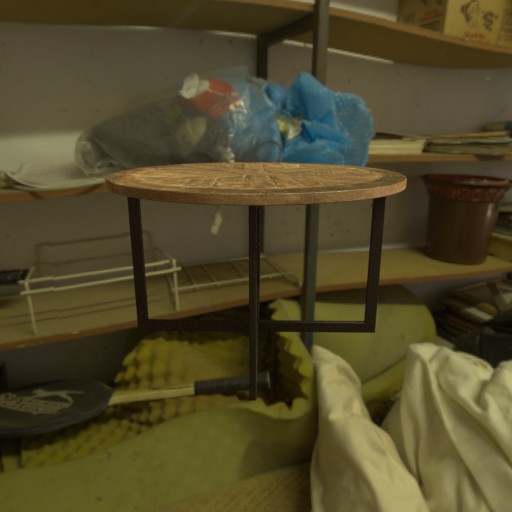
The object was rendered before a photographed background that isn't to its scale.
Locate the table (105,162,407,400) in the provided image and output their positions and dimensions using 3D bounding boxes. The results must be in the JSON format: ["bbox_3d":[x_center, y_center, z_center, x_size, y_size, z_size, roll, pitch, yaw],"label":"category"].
[{"bbox_3d":[0.000,0.000,2.060,1.264,0.762,1.264,0,16,0],"label":"table"}]
